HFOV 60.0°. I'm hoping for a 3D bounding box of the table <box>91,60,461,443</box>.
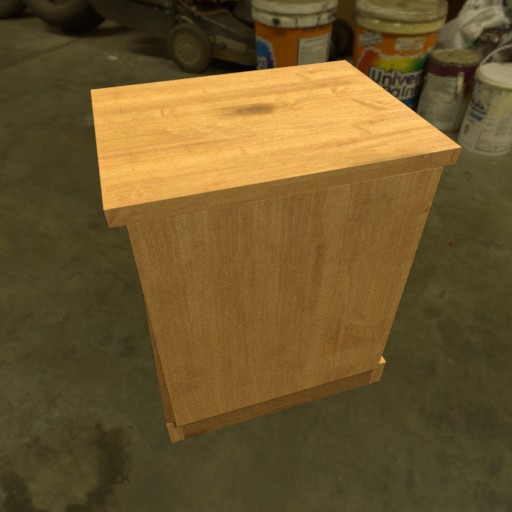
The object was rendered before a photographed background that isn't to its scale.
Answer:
[{"bbox_3d":[0.000,0.000,1.217,0.660,0.813,0.500,-12,44,-13],"label":"table"}]
